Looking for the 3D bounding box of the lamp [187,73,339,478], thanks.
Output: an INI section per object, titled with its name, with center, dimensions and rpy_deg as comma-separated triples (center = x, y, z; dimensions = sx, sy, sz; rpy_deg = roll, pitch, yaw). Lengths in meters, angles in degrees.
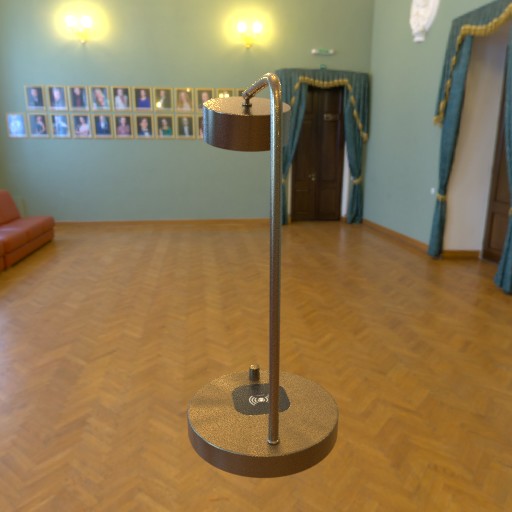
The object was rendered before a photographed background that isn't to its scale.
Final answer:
[lamp]
center = 0.000, 0.000, 0.515
dimensions = 0.171, 0.380, 0.270
rpy_deg = -2, 14, -9
